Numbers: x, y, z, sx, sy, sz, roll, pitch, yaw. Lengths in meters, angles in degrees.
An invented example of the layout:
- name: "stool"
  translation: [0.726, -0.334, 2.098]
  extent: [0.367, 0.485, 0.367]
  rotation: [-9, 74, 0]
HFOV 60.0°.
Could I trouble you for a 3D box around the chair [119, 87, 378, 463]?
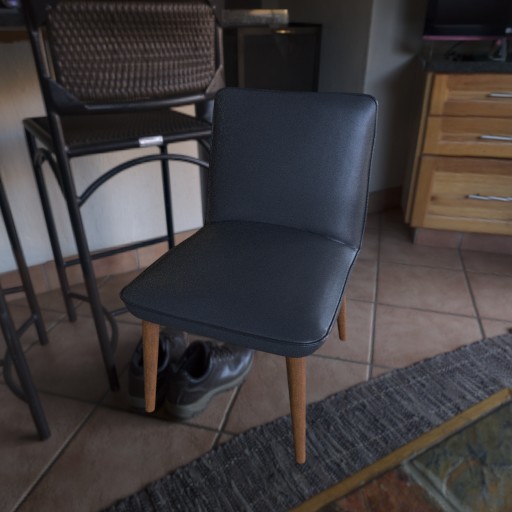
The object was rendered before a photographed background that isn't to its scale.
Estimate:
- name: "chair"
  translation: [0.000, 0.000, 1.210]
  extent: [0.543, 0.801, 0.645]
  rotation: [8, 28, 16]
